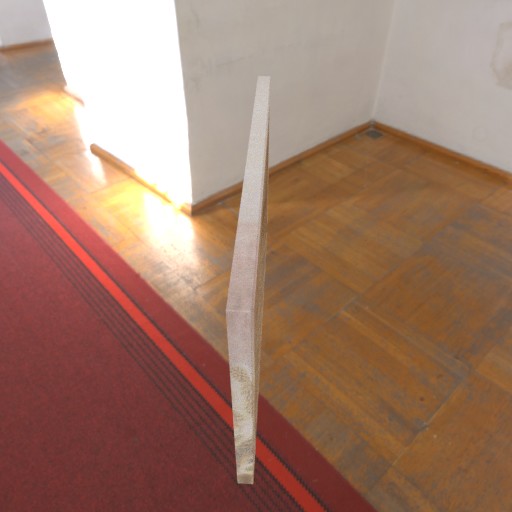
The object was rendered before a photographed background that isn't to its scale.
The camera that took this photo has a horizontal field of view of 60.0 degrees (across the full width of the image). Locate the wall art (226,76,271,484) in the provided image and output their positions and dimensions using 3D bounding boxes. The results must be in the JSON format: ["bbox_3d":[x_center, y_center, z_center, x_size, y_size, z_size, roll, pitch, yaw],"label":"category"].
[{"bbox_3d":[0.000,0.000,1.172,0.040,0.608,0.916,2,42,2],"label":"wall art"}]
